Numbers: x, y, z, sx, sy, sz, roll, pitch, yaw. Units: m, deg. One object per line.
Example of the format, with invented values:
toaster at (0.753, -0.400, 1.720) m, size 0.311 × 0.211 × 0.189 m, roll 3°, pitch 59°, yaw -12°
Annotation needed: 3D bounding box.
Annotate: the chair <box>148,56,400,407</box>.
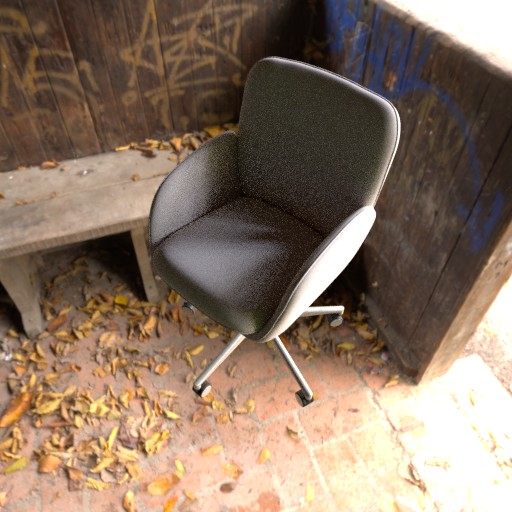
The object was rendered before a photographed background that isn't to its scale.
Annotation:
chair at (0.000, 0.000, 1.377) m, size 0.648 × 0.959 × 0.633 m, roll 33°, pitch 55°, yaw 27°
